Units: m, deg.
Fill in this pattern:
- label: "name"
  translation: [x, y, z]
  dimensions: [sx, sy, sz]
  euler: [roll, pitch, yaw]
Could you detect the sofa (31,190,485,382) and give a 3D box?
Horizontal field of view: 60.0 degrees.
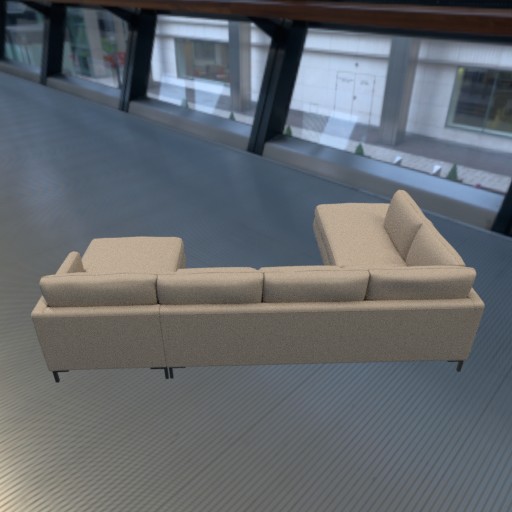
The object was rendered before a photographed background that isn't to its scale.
- label: "sofa"
  translation: [0.000, 0.000, 3.488]
  dimensions: [2.737, 0.756, 1.879]
  euler: [-1, 31, -2]
